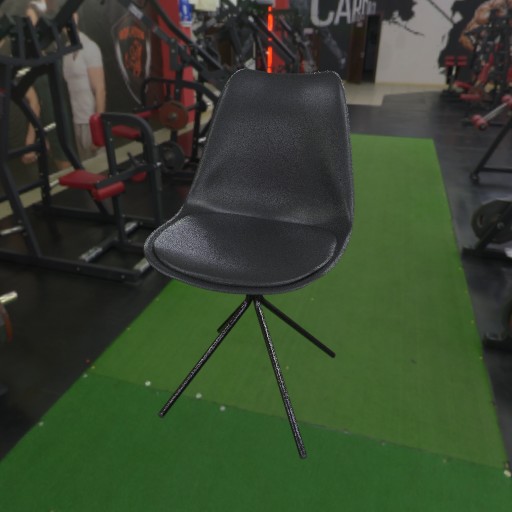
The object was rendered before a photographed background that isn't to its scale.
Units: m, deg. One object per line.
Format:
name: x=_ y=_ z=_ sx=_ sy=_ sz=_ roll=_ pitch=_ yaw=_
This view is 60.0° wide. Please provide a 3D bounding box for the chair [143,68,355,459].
chair: x=0.000 y=0.000 z=1.140 sx=0.461 sy=0.850 sz=0.525 roll=9 pitch=29 yaw=17
